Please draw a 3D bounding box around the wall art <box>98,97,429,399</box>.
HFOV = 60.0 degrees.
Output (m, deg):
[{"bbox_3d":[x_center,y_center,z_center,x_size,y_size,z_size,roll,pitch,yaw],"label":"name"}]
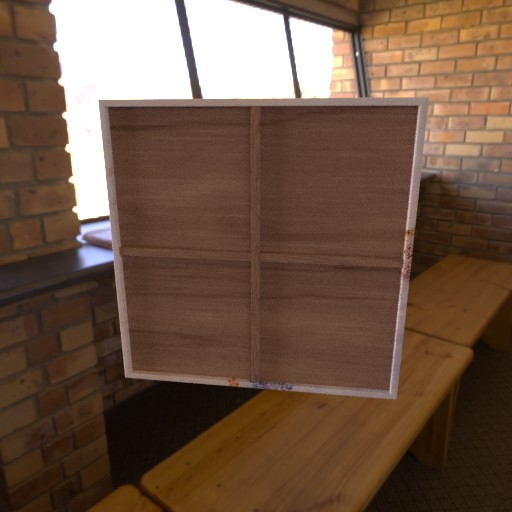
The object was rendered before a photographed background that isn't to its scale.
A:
[{"bbox_3d":[0.000,0.000,1.327,0.889,0.889,0.038,2,17,8],"label":"wall art"}]
